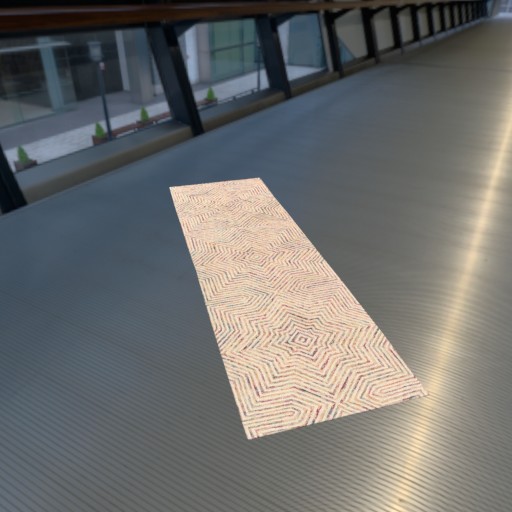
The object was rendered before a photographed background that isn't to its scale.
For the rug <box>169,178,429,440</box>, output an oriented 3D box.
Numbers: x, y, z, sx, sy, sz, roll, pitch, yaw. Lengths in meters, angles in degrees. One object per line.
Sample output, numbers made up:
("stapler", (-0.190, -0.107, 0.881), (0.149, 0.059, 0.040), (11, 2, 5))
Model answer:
("rug", (0.000, 0.000, 2.695), (0.771, 0.009, 2.443), (-9, 33, -14))
